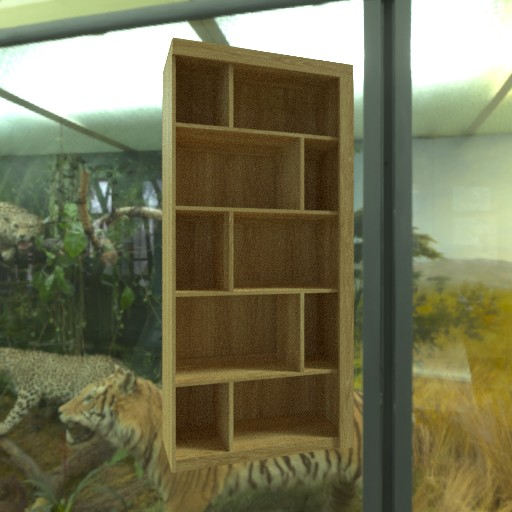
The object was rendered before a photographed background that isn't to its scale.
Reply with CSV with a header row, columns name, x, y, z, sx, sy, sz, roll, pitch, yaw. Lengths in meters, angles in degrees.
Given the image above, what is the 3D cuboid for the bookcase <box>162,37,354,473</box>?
name,x,y,z,sx,sy,sz,roll,pitch,yaw
bookcase,0.000,0.000,2.390,0.950,2.020,0.420,0,0,-18
